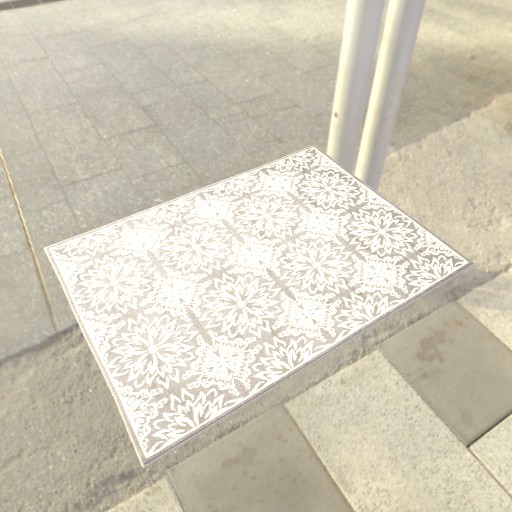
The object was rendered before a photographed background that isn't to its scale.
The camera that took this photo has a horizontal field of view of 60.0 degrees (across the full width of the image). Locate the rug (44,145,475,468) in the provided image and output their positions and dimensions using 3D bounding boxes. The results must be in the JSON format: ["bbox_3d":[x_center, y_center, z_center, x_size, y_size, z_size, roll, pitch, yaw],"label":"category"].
[{"bbox_3d":[0.000,0.000,2.803,2.213,0.014,1.608,-25,51,-22],"label":"rug"}]
